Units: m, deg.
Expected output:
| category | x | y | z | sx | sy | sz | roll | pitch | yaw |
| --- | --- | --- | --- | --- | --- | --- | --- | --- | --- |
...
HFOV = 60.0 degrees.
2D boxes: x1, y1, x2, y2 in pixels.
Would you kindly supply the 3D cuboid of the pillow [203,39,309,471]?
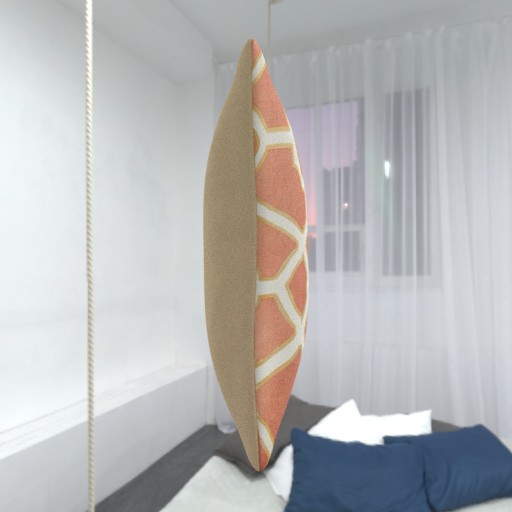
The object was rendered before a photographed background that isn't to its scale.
| category | x | y | z | sx | sy | sz | roll | pitch | yaw |
| --- | --- | --- | --- | --- | --- | --- | --- | --- | --- |
| pillow | 0.000 | 0.000 | 0.790 | 0.166 | 0.508 | 0.552 | 0 | -1 | 0 |
